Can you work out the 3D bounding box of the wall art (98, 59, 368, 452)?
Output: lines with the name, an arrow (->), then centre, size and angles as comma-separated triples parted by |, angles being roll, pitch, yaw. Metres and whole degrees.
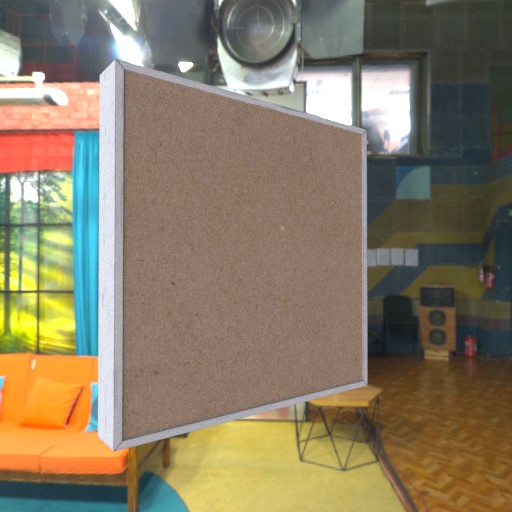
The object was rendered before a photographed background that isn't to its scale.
wall art -> 0.000, 0.000, 0.451 | 0.305, 0.305, 0.038 | 1, -1, -37
